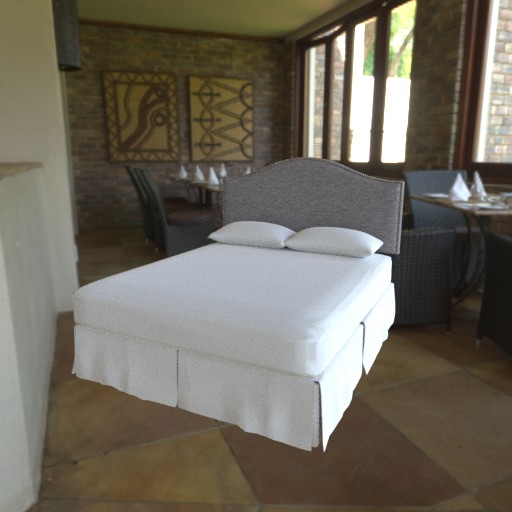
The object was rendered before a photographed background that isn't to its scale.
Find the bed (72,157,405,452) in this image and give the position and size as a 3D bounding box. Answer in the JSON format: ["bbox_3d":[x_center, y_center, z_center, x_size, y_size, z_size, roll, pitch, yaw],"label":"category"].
[{"bbox_3d":[0.000,0.000,2.985,1.610,1.295,1.870,6,14,26],"label":"bed"}]
